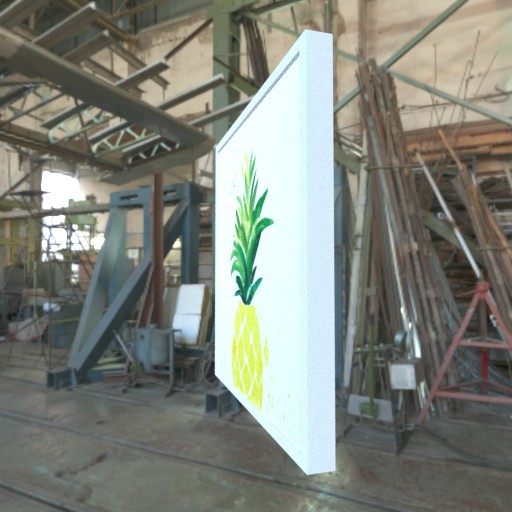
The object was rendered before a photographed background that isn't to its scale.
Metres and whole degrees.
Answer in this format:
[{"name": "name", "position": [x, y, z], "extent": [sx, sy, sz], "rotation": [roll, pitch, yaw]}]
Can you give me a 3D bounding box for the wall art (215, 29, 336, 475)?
[{"name": "wall art", "position": [0.000, 0.000, 0.752], "extent": [0.035, 0.507, 0.508], "rotation": [1, -2, -17]}]
